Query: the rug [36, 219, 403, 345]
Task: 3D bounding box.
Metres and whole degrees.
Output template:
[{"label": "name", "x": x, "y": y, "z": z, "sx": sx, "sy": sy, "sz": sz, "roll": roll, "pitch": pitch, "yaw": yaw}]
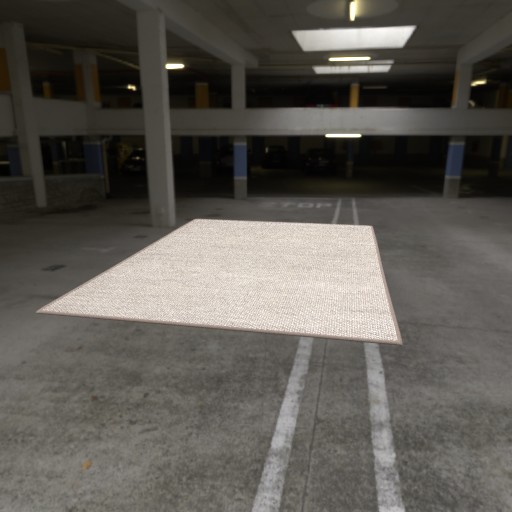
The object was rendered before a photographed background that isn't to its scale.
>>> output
[{"label": "rug", "x": 0.000, "y": 0.000, "z": 2.751, "sx": 1.517, "sy": 0.013, "sz": 2.115, "roll": 3, "pitch": 16, "yaw": 11}]
